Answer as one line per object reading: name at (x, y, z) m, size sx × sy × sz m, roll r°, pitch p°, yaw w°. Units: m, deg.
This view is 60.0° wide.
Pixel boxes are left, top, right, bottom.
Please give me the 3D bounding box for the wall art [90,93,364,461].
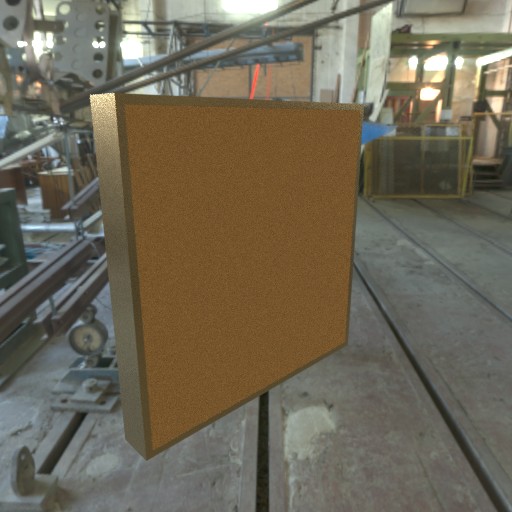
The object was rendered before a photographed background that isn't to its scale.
wall art at (0.000, 0.000, 0.460) m, size 0.304 × 0.304 × 0.038 m, roll -16°, pitch 23°, yaw -42°
